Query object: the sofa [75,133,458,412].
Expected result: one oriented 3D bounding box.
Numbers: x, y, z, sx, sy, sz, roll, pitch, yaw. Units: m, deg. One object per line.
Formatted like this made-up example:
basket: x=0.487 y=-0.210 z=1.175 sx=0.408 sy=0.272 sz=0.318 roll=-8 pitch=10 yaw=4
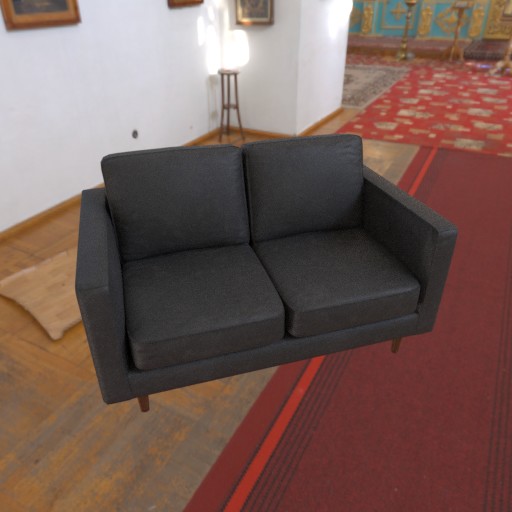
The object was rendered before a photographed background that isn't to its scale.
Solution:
sofa: x=0.000 y=0.000 z=2.002 sx=1.430 sy=0.899 sz=0.879 roll=-9 pitch=32 yaw=-15
